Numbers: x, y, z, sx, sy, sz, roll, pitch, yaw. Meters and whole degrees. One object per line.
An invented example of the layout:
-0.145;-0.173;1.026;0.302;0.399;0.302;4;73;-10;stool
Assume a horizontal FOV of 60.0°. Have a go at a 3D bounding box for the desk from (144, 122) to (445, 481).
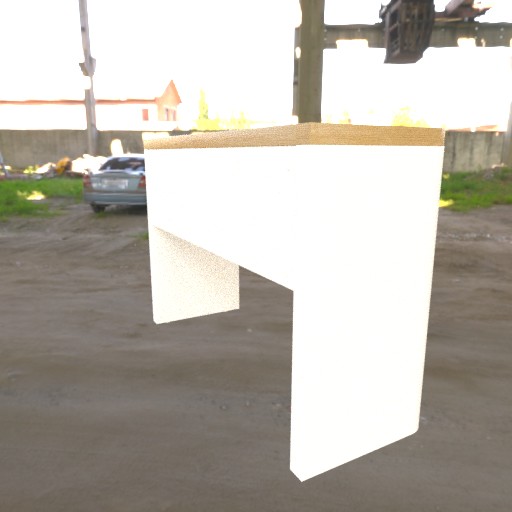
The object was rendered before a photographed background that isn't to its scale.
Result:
0.000;0.000;1.444;0.390;0.760;1.100;-7;15;-29;desk
